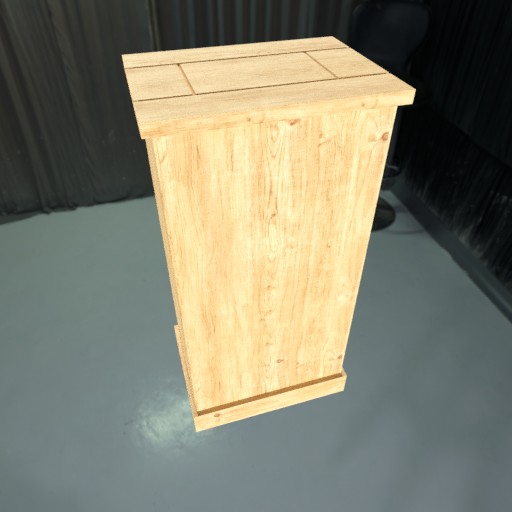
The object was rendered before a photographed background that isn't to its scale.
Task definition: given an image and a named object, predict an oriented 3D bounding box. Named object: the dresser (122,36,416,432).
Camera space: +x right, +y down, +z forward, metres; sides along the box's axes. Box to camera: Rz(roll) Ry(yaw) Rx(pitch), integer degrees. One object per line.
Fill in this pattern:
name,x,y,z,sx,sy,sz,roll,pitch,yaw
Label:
dresser,0.000,0.000,1.284,0.531,1.041,0.390,-11,42,-13
